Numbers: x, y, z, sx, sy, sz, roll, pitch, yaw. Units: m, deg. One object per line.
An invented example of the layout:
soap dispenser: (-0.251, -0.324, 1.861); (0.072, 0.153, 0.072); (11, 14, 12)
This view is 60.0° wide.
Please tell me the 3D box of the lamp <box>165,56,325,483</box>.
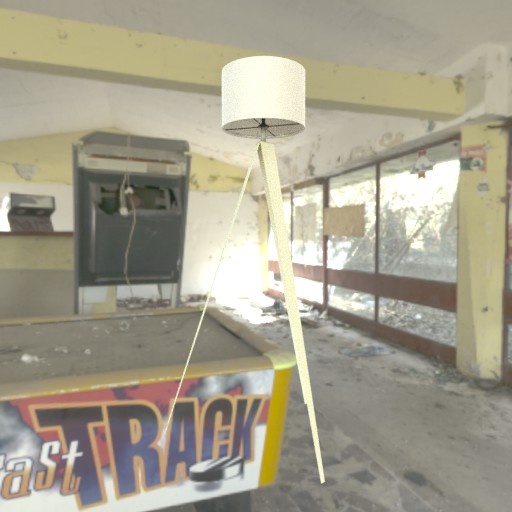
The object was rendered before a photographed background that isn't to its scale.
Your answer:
lamp: (0.000, 0.000, 1.937); (0.724, 1.524, 0.716); (1, 2, 18)
